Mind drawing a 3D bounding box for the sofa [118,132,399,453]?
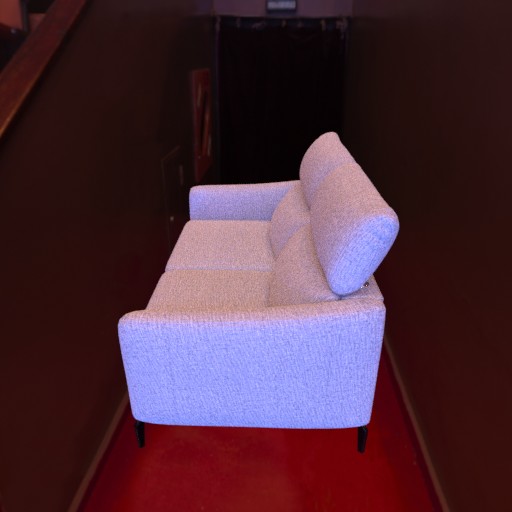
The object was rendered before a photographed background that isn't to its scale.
[{"bbox_3d":[0.000,0.000,2.097,0.905,0.950,1.540,1,26,1],"label":"sofa"}]
